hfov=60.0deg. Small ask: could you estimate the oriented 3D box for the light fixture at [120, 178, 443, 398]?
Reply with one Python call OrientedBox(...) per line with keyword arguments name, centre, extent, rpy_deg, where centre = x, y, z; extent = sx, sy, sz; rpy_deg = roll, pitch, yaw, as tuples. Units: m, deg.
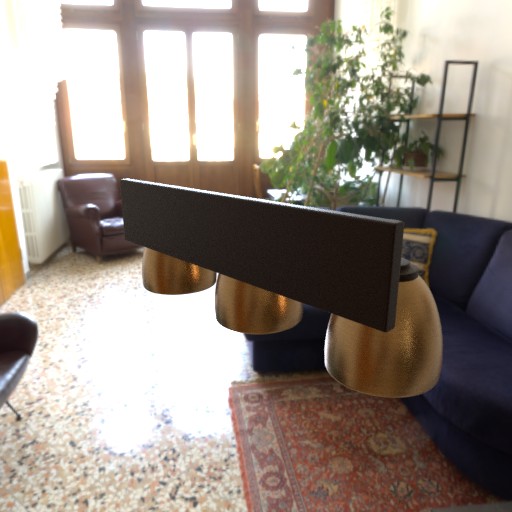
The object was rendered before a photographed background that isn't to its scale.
OrientedBox(name="light fixture", centre=(0.000, 0.000, 0.682), extent=(0.157, 0.204, 0.582), rpy_deg=(-15, 21, -42))
